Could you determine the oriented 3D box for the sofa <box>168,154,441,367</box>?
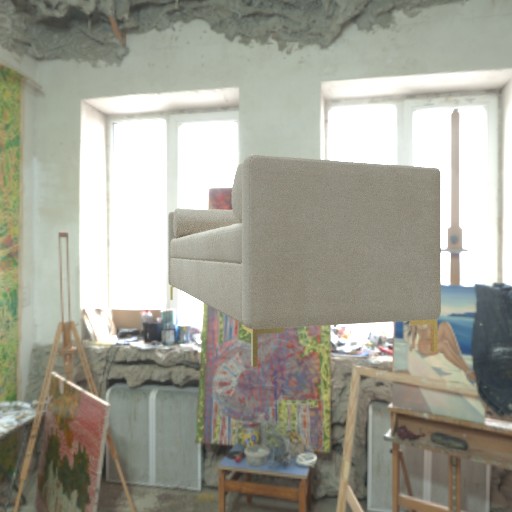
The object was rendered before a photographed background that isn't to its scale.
[{"bbox_3d":[0.000,0.000,2.325,0.686,0.635,1.981,0,0,-18],"label":"sofa"}]
